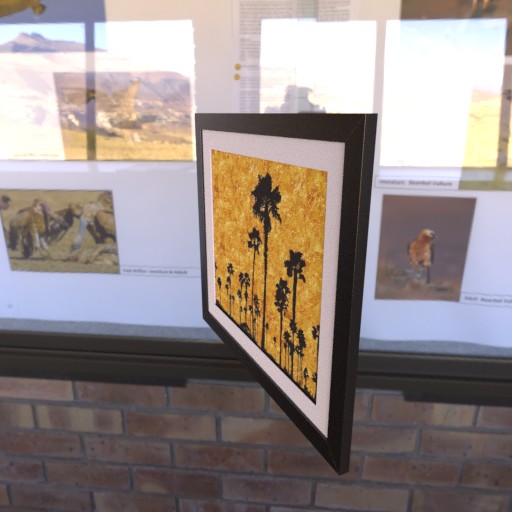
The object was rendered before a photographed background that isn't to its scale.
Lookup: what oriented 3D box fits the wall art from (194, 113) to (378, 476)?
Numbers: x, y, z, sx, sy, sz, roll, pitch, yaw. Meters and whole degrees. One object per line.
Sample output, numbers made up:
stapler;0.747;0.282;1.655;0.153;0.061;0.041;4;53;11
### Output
wall art;0.000;0.000;0.540;0.012;0.332;0.383;-9;20;-25
